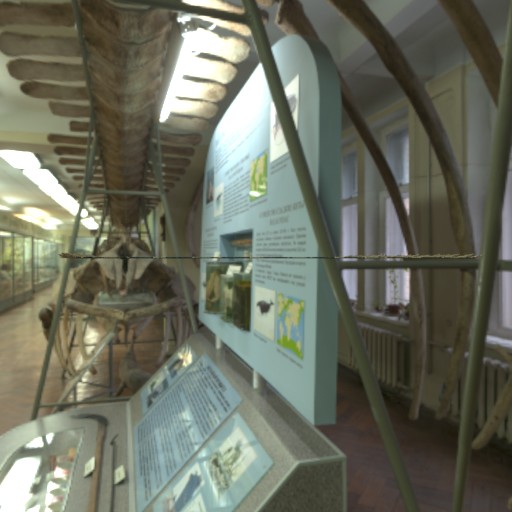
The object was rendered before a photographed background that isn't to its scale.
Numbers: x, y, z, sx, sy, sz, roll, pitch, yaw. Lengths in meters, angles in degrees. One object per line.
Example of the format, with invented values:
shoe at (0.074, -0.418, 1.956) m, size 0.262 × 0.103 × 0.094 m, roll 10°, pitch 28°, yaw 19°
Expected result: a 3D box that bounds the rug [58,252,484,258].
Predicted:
rug at (0.000, 0.000, 4.378) m, size 3.307 × 0.047 × 2.418 m, roll 0°, pitch 0°, yaw -16°
